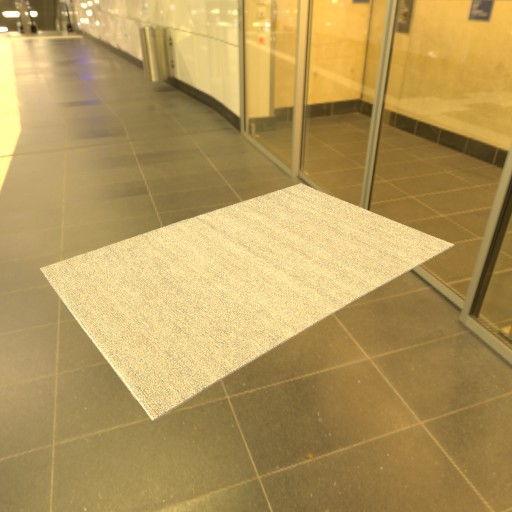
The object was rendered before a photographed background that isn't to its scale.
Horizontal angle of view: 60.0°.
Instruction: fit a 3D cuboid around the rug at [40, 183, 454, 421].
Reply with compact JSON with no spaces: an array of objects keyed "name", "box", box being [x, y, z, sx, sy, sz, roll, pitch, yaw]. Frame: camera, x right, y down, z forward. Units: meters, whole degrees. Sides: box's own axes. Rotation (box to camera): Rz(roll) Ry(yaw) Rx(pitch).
[{"name":"rug","box":[0.000,0.000,2.299,1.820,0.022,1.179,-23,37,-33]}]
